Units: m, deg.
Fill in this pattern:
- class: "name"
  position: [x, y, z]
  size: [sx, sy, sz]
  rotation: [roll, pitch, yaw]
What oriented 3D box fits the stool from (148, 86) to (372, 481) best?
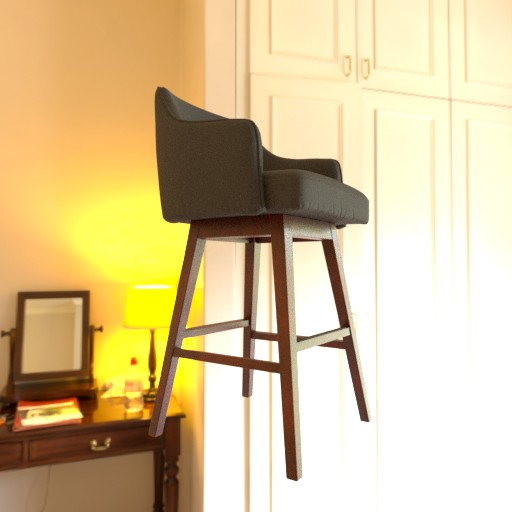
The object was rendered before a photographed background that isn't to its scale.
- class: "stool"
  position: [0.000, 0.000, 1.336]
  size: [0.558, 1.012, 0.548]
  rotation: [-1, -1, 35]
